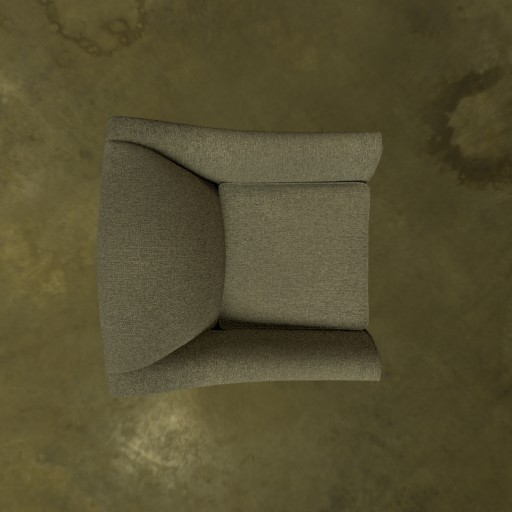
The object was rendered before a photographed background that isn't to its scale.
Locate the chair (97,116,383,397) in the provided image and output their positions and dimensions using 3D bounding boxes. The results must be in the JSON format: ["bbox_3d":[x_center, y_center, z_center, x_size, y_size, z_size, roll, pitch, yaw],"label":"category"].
[{"bbox_3d":[0.000,0.000,1.466,0.787,0.839,0.763,0,91,1],"label":"chair"}]
